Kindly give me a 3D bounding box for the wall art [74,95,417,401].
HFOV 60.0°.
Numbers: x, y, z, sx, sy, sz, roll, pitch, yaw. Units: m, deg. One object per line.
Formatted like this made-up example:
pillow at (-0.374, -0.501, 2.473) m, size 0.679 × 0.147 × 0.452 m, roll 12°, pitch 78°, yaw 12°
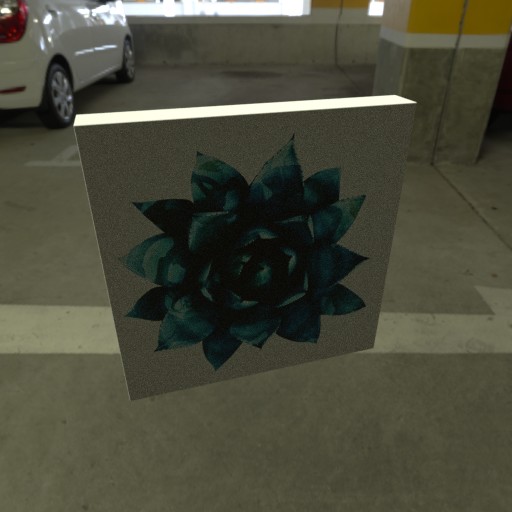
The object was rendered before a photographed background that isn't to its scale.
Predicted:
wall art at (0.000, 0.000, 0.471) m, size 0.305 × 0.305 × 0.038 m, roll -9°, pitch 31°, yaw -14°
